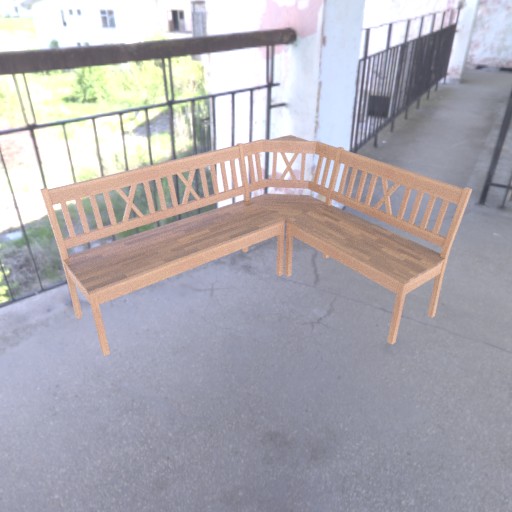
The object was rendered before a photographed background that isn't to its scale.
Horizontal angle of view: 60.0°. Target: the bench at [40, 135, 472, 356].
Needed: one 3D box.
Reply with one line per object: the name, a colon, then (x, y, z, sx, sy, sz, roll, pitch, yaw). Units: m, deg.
bench: (0.000, 0.000, 2.764, 1.937, 0.902, 1.537, -22, 38, -32)
